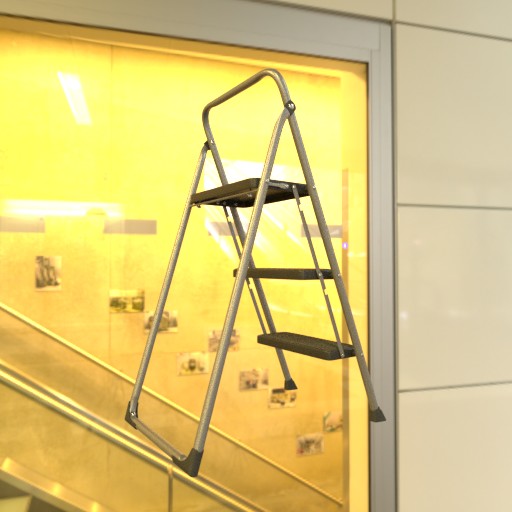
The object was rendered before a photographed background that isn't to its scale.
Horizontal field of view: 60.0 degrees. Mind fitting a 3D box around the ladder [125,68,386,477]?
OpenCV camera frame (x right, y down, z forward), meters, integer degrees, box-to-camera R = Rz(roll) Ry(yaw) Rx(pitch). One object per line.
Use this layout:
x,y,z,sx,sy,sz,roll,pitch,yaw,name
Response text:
0.000,0.000,1.281,0.629,0.945,0.430,1,-1,-35,ladder
